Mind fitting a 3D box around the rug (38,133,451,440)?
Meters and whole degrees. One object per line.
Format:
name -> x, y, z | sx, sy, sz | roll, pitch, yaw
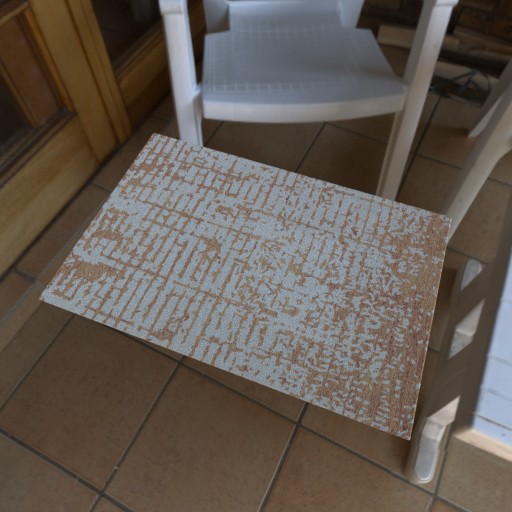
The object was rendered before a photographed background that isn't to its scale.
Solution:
rug -> 0.000, 0.000, 2.301 | 1.829, 0.011, 1.219 | 18, 61, 11
